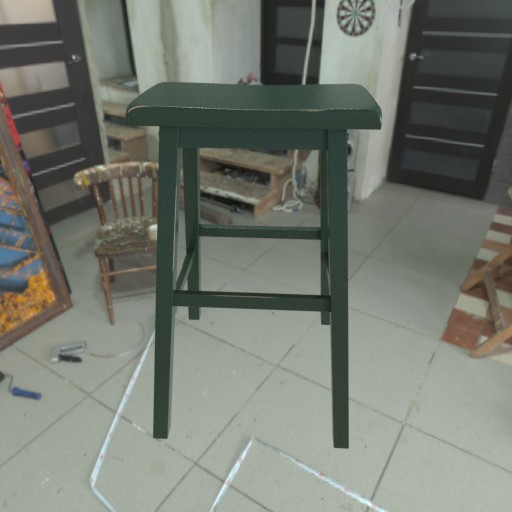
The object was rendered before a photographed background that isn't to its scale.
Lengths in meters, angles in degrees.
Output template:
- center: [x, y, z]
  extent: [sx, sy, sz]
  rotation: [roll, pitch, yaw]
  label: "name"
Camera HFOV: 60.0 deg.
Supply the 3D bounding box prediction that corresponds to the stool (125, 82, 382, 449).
- center: [0.000, 0.000, 1.049]
  extent: [0.457, 0.737, 0.476]
  rotation: [2, 31, 3]
  label: "stool"
